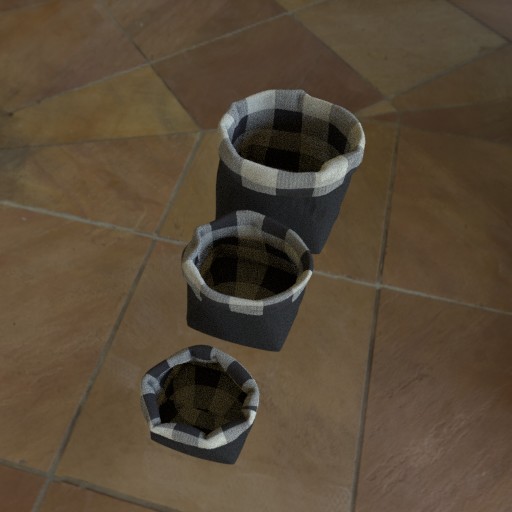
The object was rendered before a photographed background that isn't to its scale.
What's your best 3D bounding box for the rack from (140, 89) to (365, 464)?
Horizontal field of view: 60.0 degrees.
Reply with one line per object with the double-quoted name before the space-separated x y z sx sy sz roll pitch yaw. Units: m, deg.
"rack" 0.000 0.000 1.065 0.370 0.329 0.889 15 59 9
